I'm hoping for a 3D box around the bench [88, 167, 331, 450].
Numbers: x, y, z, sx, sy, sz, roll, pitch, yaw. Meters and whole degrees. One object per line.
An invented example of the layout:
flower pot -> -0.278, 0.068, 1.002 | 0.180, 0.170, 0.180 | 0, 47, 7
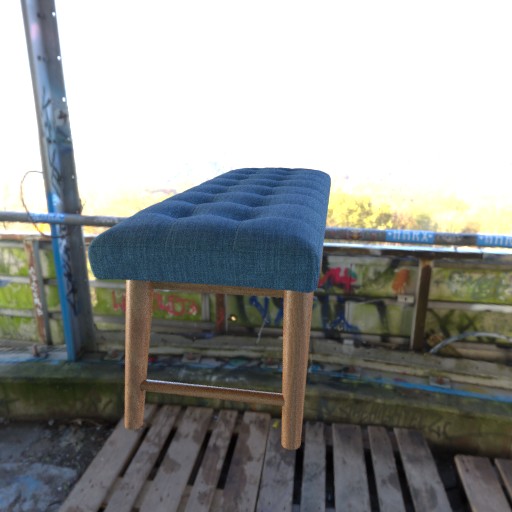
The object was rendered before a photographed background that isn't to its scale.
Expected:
bench -> 0.000, 0.000, 1.310 | 0.406, 0.432, 1.118 | 3, 17, 10
